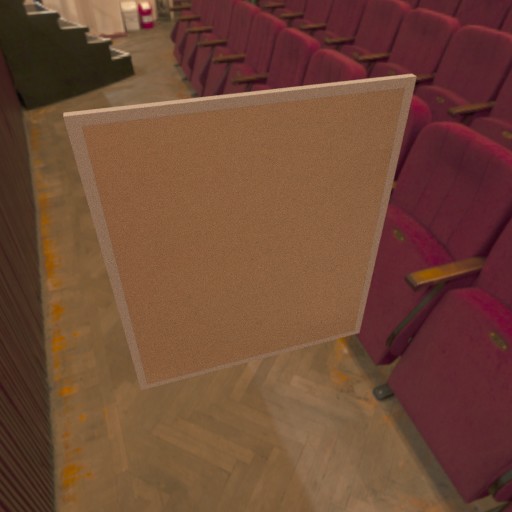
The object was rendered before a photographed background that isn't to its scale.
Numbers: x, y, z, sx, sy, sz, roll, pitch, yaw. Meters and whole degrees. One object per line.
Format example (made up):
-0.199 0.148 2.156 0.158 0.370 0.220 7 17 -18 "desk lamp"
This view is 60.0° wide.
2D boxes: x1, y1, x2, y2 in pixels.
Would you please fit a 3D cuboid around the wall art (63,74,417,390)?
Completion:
0.000 0.000 0.761 0.482 0.557 0.012 -12 41 -14 "wall art"
